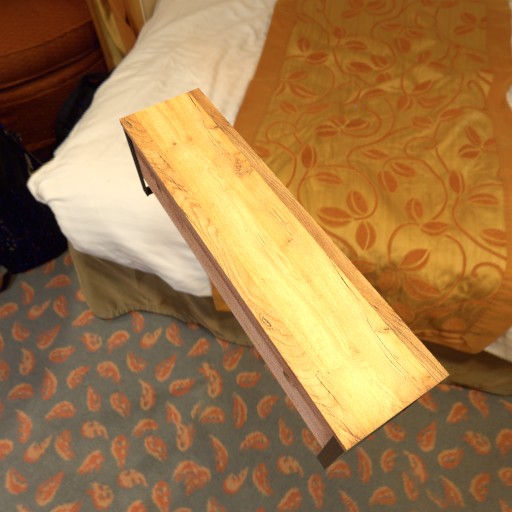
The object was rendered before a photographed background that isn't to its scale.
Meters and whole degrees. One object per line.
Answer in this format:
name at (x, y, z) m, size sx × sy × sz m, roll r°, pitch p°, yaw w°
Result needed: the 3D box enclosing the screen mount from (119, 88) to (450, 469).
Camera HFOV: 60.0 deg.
screen mount at (0.000, 0.000, 1.764) m, size 0.395 × 0.450 × 1.524 m, roll -28°, pitch 62°, yaw -17°
